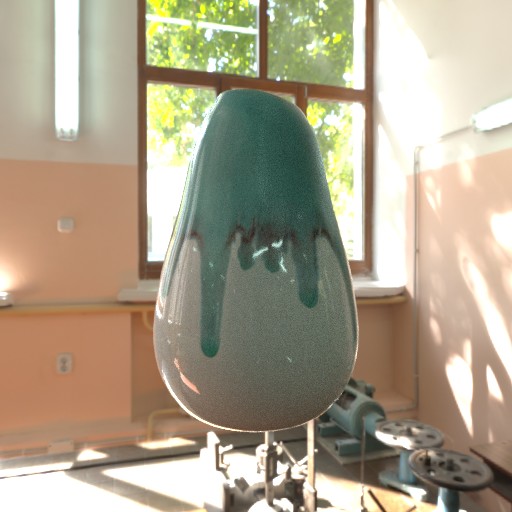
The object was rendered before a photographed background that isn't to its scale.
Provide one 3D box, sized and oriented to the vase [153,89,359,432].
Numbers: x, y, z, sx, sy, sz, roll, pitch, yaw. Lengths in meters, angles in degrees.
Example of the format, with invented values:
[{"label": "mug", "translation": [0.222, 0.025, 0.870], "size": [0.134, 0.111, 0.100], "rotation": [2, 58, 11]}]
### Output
[{"label": "vase", "translation": [0.000, 0.000, 0.256], "size": [0.116, 0.179, 0.116], "rotation": [0, 1, 0]}]
